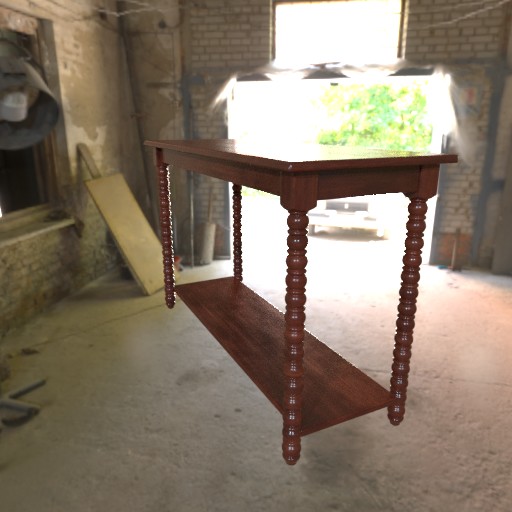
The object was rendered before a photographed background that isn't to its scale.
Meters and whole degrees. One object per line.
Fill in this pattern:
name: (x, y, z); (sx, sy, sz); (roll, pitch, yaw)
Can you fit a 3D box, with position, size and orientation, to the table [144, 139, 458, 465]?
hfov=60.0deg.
table: (0.000, 0.000, 1.526); (0.459, 0.740, 1.184); (-8, 19, -25)
